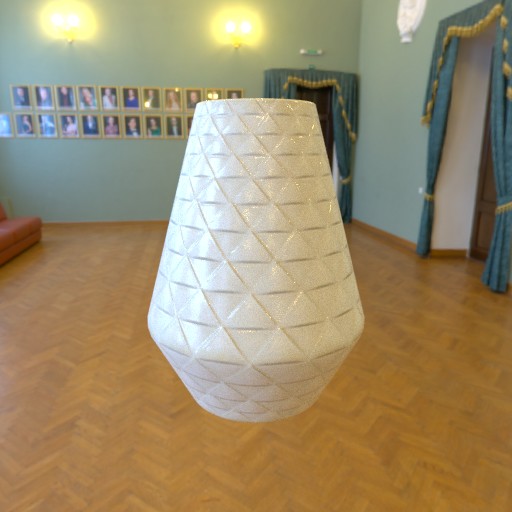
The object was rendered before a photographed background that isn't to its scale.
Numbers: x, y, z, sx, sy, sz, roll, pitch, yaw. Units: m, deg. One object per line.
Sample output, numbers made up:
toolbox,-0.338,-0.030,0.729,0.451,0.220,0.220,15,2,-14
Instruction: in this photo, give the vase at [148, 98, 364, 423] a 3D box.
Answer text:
vase,0.000,0.000,0.355,0.175,0.230,0.175,0,14,0
